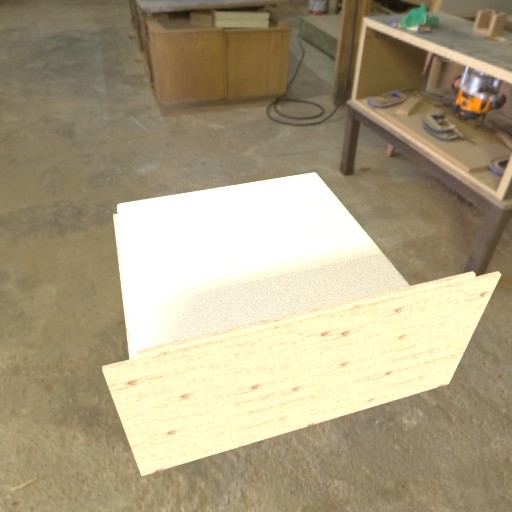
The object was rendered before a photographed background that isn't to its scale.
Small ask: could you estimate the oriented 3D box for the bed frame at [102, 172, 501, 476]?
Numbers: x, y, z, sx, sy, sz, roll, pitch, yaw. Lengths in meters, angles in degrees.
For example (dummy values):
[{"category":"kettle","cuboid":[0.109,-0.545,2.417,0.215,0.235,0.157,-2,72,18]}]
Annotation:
[{"category":"bed frame","cuboid":[0.000,0.000,3.079,1.950,0.970,2.080,-11,41,-13]}]
